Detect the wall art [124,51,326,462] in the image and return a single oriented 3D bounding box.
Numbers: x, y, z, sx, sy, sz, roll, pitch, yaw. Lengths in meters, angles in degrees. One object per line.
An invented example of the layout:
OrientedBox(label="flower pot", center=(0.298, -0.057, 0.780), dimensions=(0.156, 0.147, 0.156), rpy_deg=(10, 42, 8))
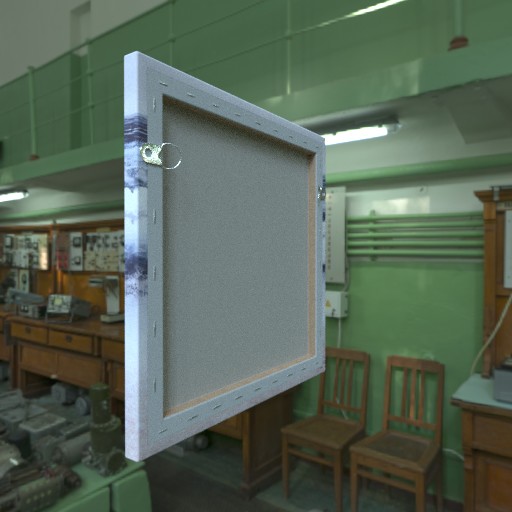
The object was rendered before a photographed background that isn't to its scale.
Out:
OrientedBox(label="wall art", center=(0.000, 0.000, 1.111), dimensions=(0.065, 0.747, 0.755), rpy_deg=(0, 1, 35))
